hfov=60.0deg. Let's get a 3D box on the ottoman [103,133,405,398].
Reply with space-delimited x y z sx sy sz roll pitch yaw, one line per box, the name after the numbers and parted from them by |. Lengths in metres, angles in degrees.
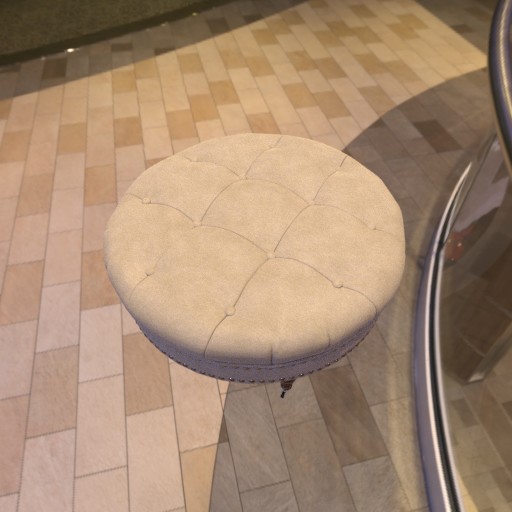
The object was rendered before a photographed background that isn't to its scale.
0.000 0.000 1.437 0.901 0.439 0.901 0 48 0 | ottoman
